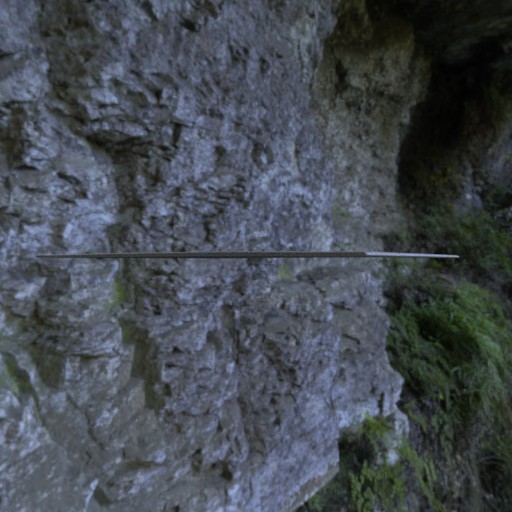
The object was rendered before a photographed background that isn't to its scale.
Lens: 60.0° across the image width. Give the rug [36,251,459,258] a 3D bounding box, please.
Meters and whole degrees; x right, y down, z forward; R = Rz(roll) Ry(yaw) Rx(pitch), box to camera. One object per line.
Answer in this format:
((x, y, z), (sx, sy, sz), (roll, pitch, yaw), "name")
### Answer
((0.000, 0.000, 4.063), (3.017, 0.035, 2.472), (0, -1, 34), "rug")
